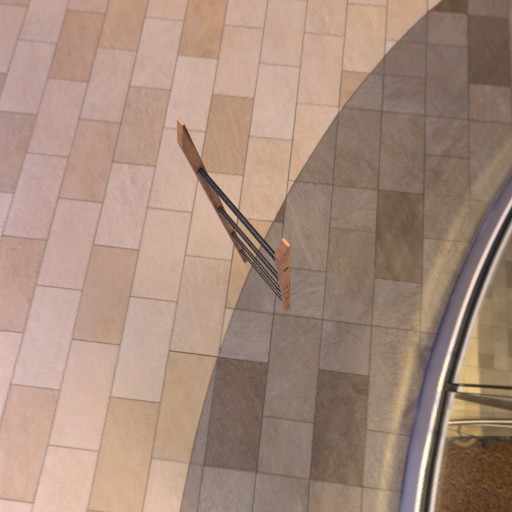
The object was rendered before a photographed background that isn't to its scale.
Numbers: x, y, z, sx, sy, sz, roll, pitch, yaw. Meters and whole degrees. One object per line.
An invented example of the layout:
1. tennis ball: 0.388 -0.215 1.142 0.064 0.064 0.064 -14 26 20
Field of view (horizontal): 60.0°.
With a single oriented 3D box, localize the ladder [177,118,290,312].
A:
1. ladder: 0.000 0.000 1.965 0.200 1.805 0.442 -38 78 -9
